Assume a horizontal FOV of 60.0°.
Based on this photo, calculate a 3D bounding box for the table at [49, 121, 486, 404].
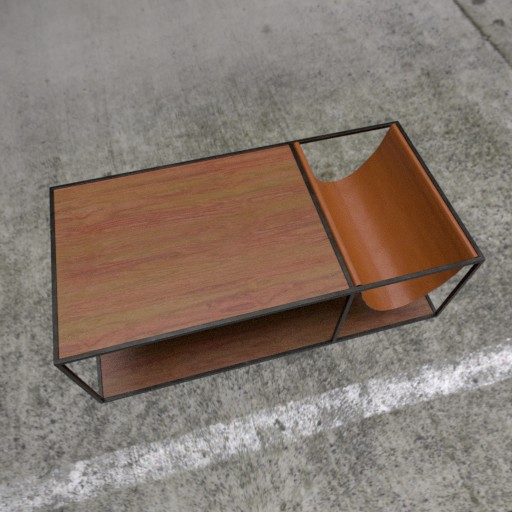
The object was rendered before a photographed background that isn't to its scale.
[{"bbox_3d":[0.000,0.000,1.502,1.199,0.403,0.597,-13,59,-8],"label":"table"}]
